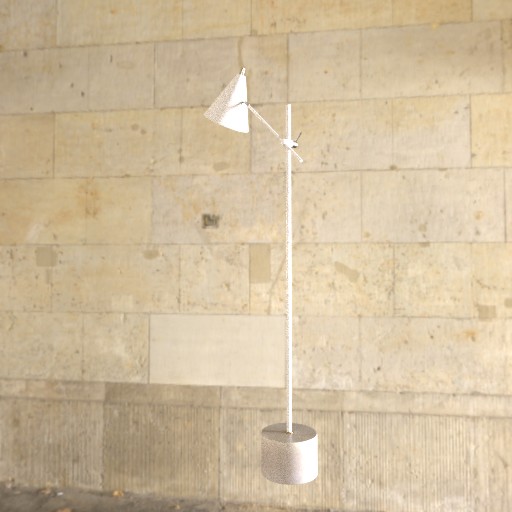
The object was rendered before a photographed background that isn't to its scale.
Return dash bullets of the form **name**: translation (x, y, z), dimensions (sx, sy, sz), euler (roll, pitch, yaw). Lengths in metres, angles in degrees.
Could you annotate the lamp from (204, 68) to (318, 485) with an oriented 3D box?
- **lamp**: translation (0.000, 0.000, 1.608), dimensions (0.223, 1.430, 0.508), euler (2, -3, -36)
